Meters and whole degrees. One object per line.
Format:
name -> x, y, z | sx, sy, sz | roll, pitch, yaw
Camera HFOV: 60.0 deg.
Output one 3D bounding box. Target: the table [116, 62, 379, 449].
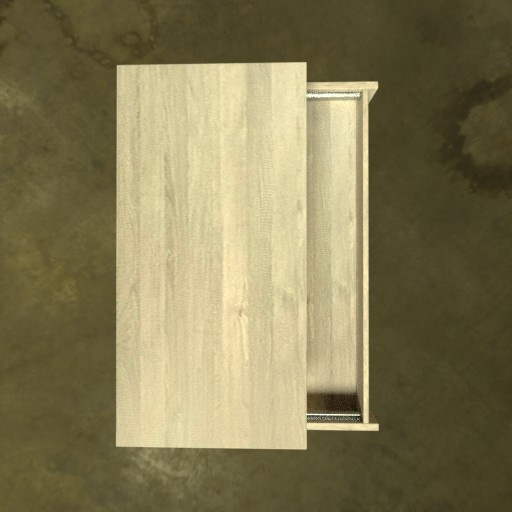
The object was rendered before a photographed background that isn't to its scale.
table -> 0.000, 0.000, 1.433 | 0.712, 0.570, 1.000 | 0, 90, 2
